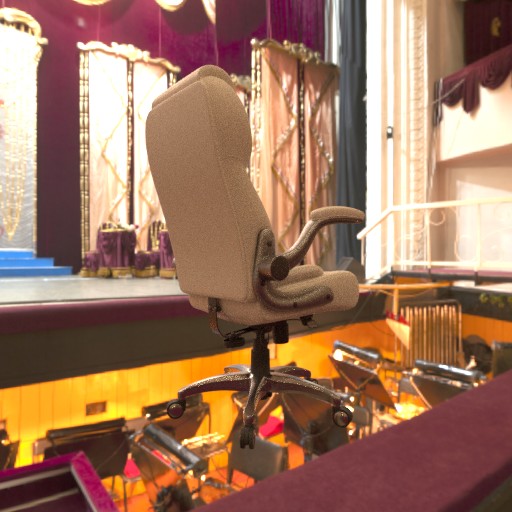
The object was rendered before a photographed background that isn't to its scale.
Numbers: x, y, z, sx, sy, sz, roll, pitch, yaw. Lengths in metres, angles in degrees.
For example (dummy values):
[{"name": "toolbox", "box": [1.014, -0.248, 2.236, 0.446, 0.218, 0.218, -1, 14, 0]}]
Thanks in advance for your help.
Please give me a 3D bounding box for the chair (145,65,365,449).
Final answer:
[{"name": "chair", "box": [0.000, 0.000, 1.893, 0.806, 1.330, 0.755, 0, 0, -37]}]
